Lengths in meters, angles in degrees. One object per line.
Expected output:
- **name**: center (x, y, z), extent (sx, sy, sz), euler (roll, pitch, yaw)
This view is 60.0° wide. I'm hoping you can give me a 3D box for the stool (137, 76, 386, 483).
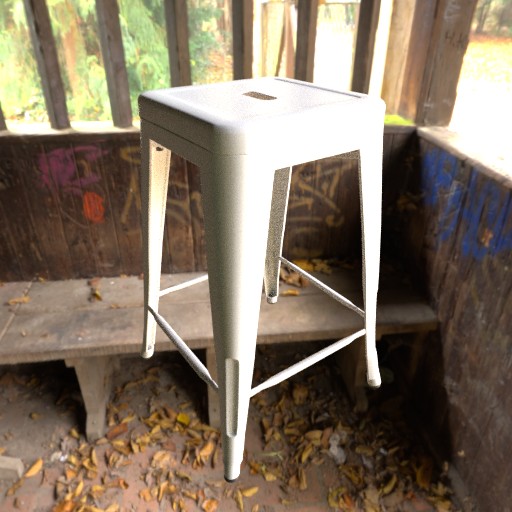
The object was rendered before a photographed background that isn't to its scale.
- **stool**: center (0.000, 0.000, 0.874), extent (0.406, 0.610, 0.406), euler (-20, 36, -30)
